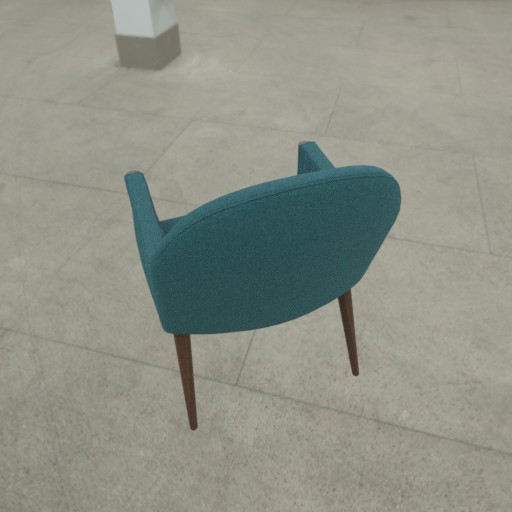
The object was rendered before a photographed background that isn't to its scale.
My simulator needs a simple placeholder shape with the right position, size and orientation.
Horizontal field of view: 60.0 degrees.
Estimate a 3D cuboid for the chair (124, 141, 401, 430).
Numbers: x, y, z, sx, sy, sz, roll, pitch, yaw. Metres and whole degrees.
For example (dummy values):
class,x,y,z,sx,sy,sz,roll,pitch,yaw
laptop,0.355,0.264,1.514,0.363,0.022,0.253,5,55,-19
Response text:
class,x,y,z,sx,sy,sz,roll,pitch,yaw
chair,0.000,0.000,1.329,0.656,0.907,0.652,-14,43,-15
